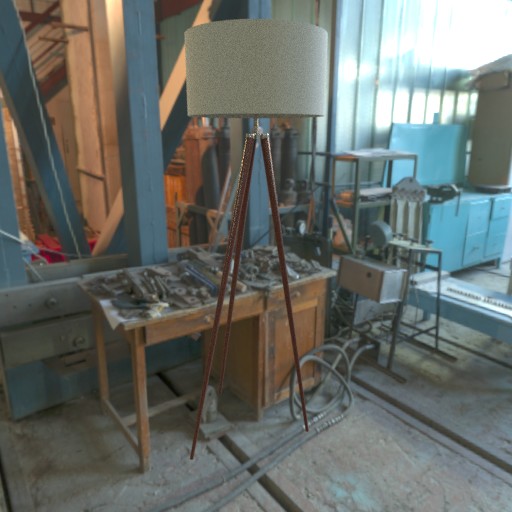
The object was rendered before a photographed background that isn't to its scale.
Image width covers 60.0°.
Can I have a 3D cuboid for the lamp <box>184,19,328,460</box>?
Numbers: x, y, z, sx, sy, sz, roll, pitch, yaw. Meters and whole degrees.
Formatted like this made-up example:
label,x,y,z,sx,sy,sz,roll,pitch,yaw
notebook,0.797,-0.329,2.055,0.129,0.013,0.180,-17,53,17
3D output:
label,x,y,z,sx,sy,sz,roll,pitch,yaw
lamp,0.000,0.000,1.718,0.483,1.553,0.483,3,16,9
